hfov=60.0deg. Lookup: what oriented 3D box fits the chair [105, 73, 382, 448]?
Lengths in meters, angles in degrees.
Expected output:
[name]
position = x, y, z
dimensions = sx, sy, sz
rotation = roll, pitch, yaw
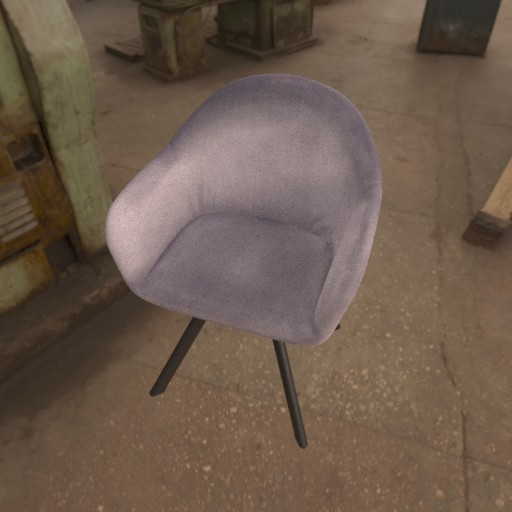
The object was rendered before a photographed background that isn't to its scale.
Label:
[chair]
position = 0.000, 0.000, 1.168
dimensions = 0.570, 0.780, 0.540
rotation = 13, 43, 15
